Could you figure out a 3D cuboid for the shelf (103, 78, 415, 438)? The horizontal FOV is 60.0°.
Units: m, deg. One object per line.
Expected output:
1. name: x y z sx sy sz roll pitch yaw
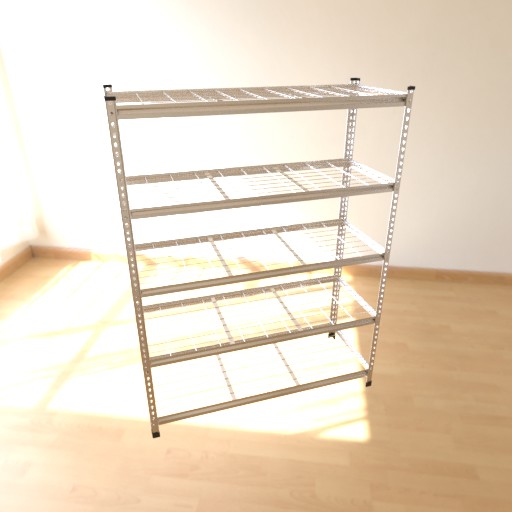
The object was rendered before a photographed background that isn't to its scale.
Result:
1. shelf: 0.000 0.000 2.748 1.524 1.981 0.610 -8 27 -16
